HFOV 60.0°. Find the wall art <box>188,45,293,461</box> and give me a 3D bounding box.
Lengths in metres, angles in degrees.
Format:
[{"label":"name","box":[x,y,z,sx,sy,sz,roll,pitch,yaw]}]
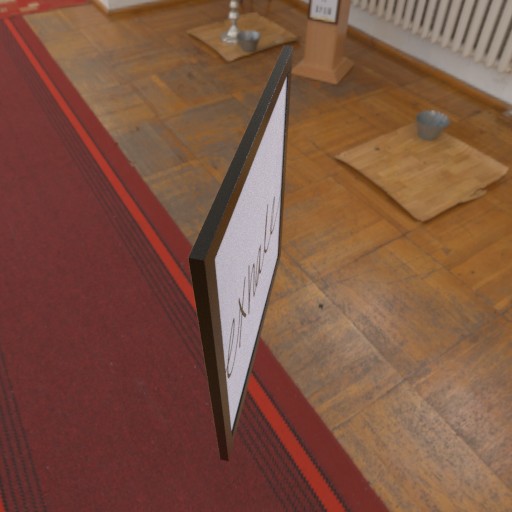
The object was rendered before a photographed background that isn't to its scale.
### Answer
[{"label":"wall art","box":[0.000,0.000,0.665,0.014,0.445,0.446,9,47,9]}]
